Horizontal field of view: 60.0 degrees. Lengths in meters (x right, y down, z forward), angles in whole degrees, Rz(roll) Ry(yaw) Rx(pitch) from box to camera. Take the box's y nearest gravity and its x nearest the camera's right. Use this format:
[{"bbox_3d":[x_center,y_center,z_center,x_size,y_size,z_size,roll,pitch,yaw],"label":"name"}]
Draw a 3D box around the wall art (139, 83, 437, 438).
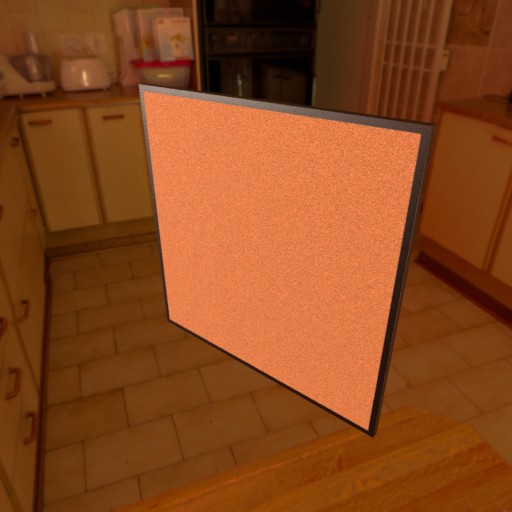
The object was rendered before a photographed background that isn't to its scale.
[{"bbox_3d":[0.000,0.000,0.678,0.457,0.458,0.012,21,35,33],"label":"wall art"}]
